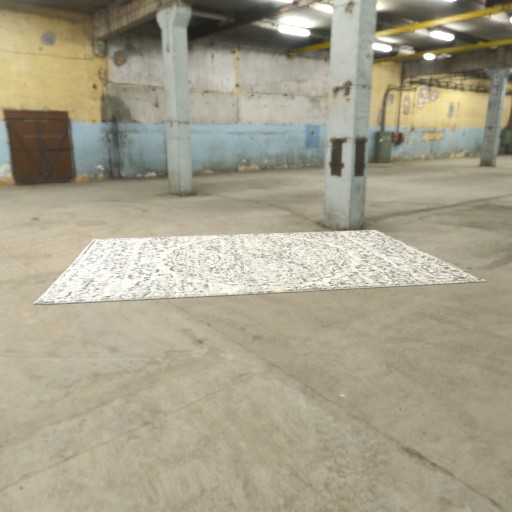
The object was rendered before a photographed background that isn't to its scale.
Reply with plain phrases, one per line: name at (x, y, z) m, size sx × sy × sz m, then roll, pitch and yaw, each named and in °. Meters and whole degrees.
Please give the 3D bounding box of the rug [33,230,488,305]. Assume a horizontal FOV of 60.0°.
rug at (0.000, 0.000, 3.079) m, size 2.447 × 0.021 × 1.527 m, roll -2°, pitch 15°, yaw -9°
